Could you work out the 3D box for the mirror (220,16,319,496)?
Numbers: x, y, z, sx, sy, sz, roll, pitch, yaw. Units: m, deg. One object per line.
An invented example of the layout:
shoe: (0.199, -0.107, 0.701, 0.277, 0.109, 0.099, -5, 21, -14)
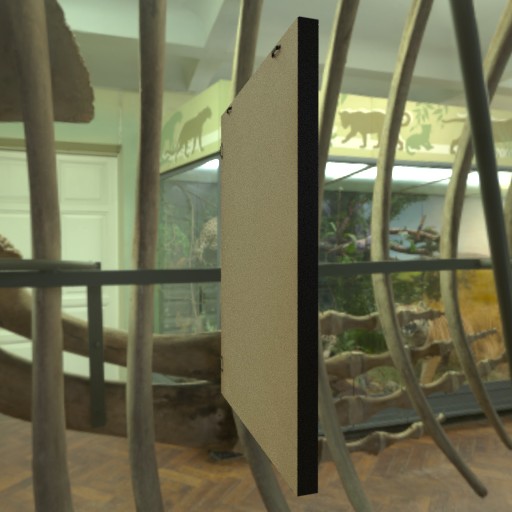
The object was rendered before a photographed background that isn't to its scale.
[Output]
mirror: (0.000, 0.000, 0.901, 0.039, 0.710, 0.507, 0, 1, -17)
